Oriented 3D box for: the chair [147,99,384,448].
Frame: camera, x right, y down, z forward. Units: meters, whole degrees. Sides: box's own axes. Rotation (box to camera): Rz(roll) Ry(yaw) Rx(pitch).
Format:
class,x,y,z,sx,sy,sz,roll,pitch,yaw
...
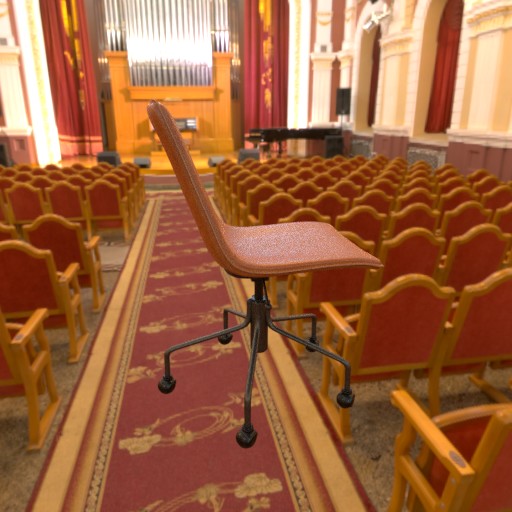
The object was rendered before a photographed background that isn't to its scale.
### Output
class,x,y,z,sx,sy,sz,roll,pitch,yaw
chair,0.000,0.000,1.394,0.660,0.920,0.651,-3,18,-9
